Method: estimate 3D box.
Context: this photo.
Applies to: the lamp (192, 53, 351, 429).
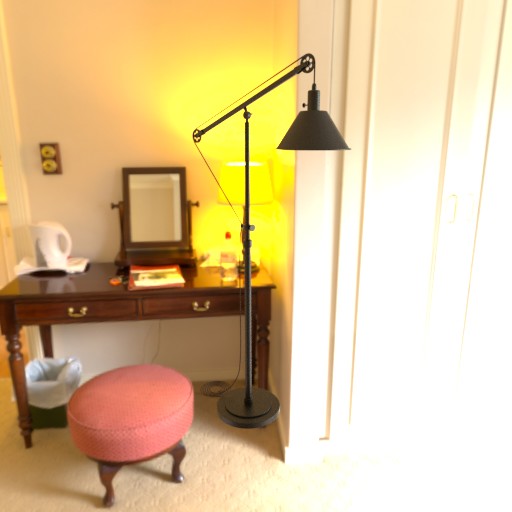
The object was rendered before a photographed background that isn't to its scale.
[{"bbox_3d":[0.000,0.000,2.008,0.319,1.626,0.904,-13,20,-42],"label":"lamp"}]
